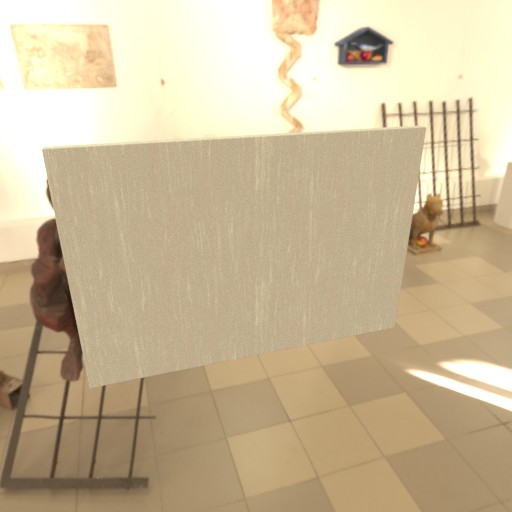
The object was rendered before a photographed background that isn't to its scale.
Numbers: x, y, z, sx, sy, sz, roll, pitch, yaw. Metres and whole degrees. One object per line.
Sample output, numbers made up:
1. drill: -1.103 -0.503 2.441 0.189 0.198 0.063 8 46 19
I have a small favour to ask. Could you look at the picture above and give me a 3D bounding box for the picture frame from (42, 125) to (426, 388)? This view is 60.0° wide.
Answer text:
1. picture frame: 0.000 0.000 1.205 0.950 0.640 0.029 -8 26 -16
